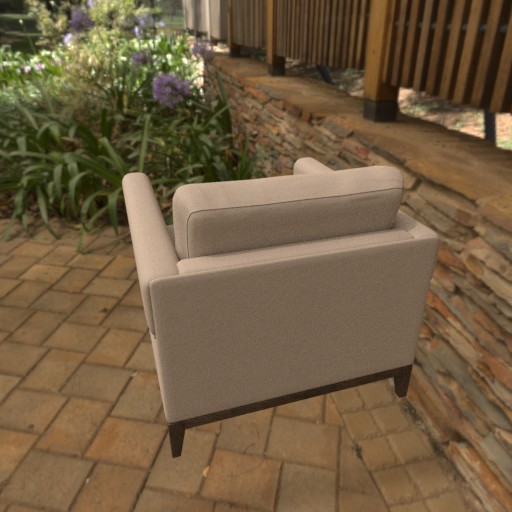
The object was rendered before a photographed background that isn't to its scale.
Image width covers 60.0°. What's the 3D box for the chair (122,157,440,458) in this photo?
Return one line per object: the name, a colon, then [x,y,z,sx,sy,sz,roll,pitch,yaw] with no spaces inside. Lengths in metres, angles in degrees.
chair: [0.000,0.000,1.738,0.914,0.838,0.959,-8,29,-16]
